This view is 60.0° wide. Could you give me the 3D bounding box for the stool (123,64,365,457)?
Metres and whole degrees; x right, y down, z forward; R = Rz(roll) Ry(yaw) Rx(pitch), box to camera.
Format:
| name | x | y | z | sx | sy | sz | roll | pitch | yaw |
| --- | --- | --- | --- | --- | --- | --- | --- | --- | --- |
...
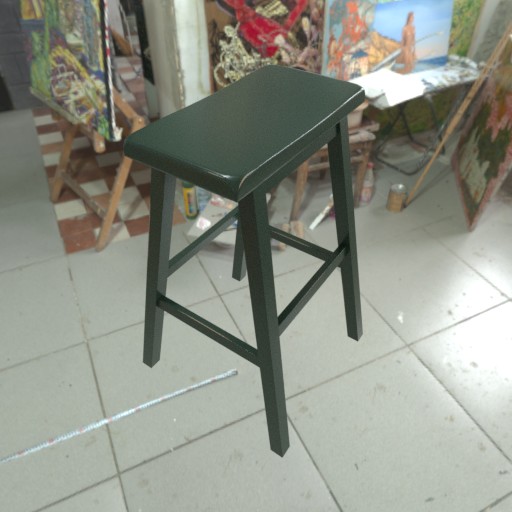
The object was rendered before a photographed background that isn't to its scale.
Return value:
| name | x | y | z | sx | sy | sz | roll | pitch | yaw |
| --- | --- | --- | --- | --- | --- | --- | --- | --- | --- |
| stool | 0.000 | 0.000 | 1.068 | 0.476 | 0.737 | 0.457 | 25 | 48 | 25 |
